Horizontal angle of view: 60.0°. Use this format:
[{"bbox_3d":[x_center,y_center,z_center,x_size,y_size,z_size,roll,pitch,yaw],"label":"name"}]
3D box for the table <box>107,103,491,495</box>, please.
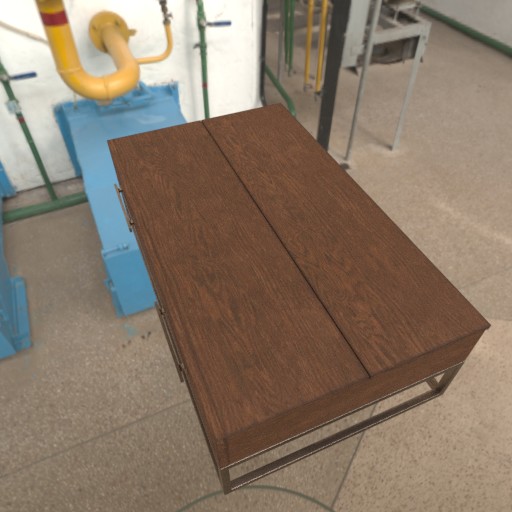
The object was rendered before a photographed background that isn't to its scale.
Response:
[{"bbox_3d":[0.000,0.000,1.456,0.719,0.361,1.167,-17,49,-16],"label":"table"}]
